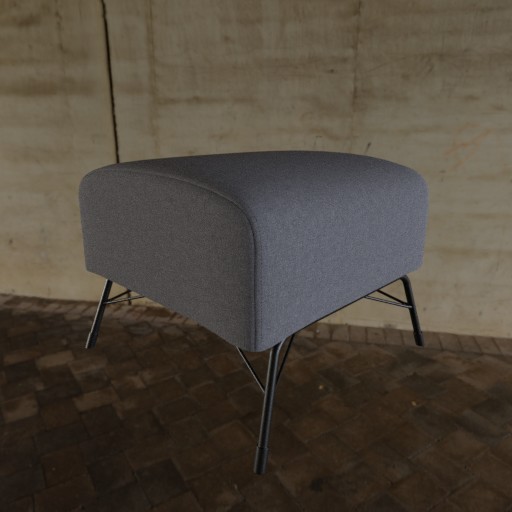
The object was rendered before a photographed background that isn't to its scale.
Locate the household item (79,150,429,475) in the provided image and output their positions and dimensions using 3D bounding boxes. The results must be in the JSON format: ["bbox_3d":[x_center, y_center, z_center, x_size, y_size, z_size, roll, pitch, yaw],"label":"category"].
[{"bbox_3d":[0.000,0.000,0.911,0.530,0.410,0.530,16,23,42],"label":"household item"}]
